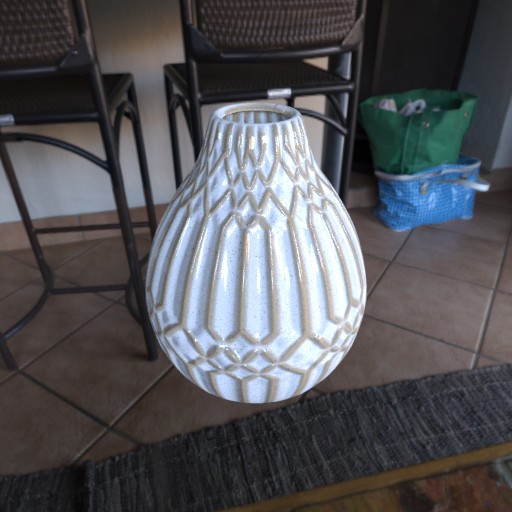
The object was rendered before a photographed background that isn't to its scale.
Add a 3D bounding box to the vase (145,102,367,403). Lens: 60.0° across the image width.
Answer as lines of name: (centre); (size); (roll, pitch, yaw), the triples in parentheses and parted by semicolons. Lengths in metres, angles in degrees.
vase: (0.000, 0.000, 0.315); (0.159, 0.200, 0.159); (0, 32, 0)
